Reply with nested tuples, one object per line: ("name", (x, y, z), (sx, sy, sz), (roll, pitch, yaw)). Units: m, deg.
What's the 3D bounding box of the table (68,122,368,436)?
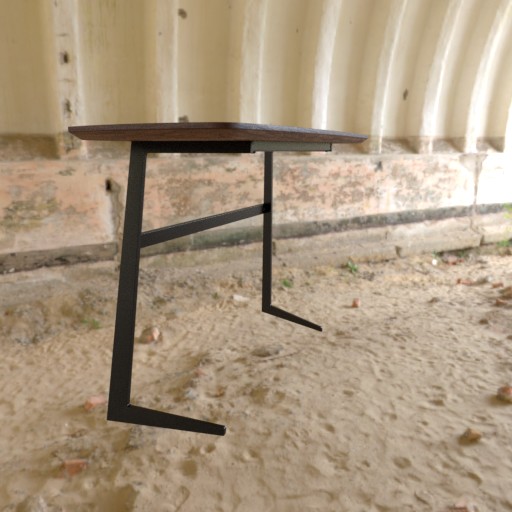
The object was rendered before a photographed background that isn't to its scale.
("table", (0.000, 0.000, 1.070), (0.361, 0.576, 0.804), (7, 15, 27))
